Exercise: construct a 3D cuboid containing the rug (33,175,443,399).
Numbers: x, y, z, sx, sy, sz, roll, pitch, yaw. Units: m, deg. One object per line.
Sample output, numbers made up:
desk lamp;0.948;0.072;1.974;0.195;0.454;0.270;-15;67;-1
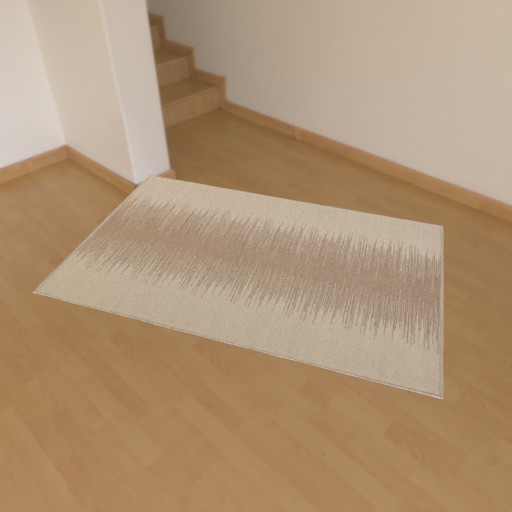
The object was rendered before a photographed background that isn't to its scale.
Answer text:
rug;0.000;0.000;3.032;2.440;0.012;1.522;12;42;14
